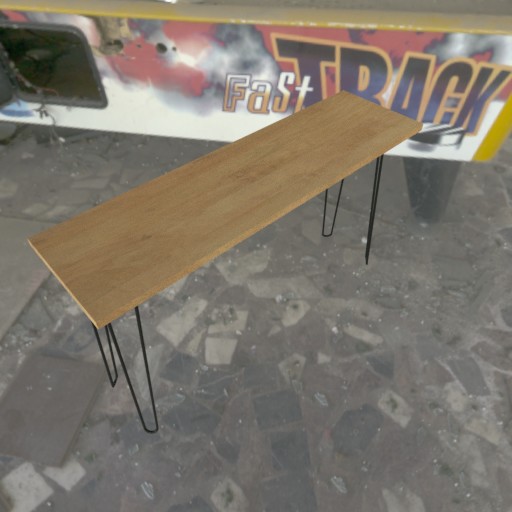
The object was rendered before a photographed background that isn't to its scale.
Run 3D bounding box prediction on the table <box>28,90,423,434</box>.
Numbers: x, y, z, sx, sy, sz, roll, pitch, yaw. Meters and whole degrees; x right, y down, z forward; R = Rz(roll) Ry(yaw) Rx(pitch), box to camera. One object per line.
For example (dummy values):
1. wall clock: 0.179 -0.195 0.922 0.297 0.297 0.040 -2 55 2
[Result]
1. table: 0.000 0.000 1.772 1.400 0.799 0.399 -33 54 -28
